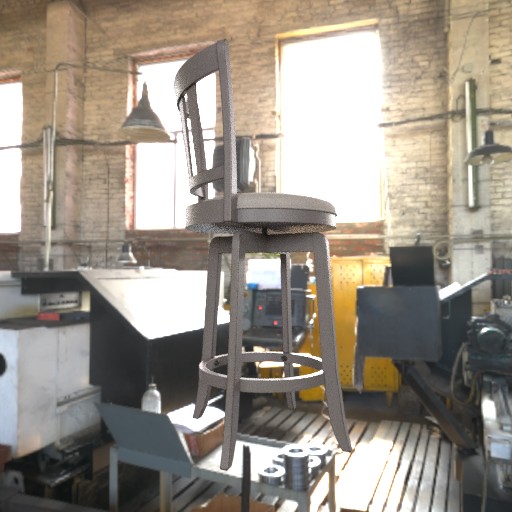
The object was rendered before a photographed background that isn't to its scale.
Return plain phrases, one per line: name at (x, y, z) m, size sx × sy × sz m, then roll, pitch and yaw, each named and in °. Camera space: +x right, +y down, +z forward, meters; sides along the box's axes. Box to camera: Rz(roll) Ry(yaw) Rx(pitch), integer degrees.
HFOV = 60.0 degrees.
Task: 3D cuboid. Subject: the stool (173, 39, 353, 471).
stool at (0.000, 0.000, 1.287) m, size 0.475 × 1.023 × 0.436 m, roll 1°, pitch -2°, yaw -18°
